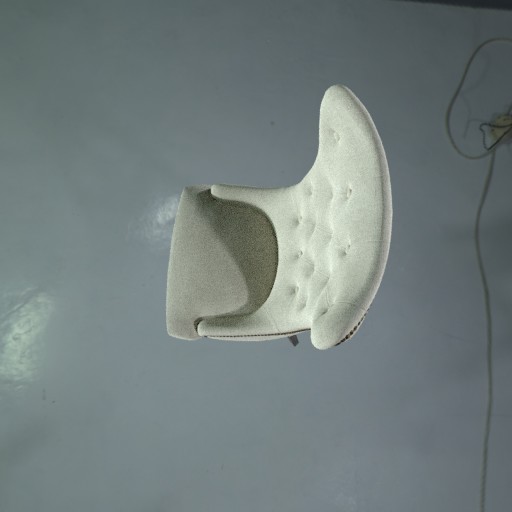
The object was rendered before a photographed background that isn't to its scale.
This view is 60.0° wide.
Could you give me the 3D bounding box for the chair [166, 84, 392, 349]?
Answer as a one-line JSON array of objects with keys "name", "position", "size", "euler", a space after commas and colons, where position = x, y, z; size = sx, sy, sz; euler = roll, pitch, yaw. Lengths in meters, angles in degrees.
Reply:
[{"name": "chair", "position": [0.000, 0.000, 1.424], "size": [0.590, 1.065, 0.584], "euler": [4, 77, 1]}]
